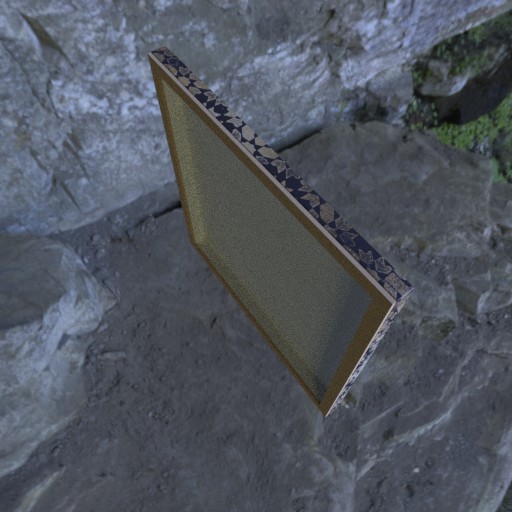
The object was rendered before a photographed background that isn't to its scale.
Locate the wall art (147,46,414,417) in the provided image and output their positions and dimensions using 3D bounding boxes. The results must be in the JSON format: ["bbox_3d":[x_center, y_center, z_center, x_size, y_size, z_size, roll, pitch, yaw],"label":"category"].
[{"bbox_3d":[0.000,0.000,0.925,0.038,0.612,0.612,-31,63,-18],"label":"wall art"}]
